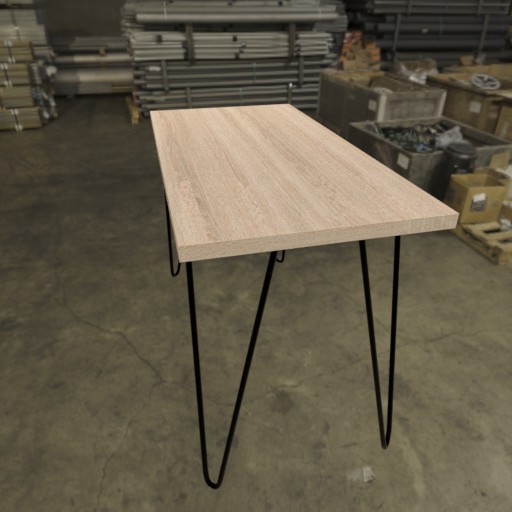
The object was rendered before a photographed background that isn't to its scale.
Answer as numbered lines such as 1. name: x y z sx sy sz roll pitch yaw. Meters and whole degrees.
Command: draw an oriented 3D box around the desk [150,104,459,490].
1. desk: 0.000 0.000 1.319 0.499 0.660 0.991 -7 31 -12
